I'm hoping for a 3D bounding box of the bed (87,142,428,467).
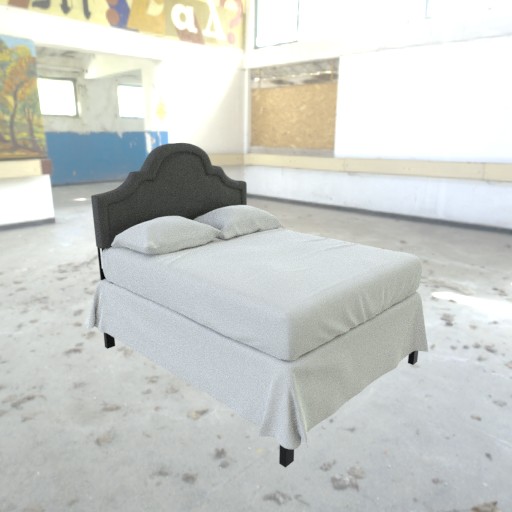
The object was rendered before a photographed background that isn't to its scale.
[{"bbox_3d":[0.000,0.000,3.358,2.222,1.634,1.780,15,21,42],"label":"bed"}]
